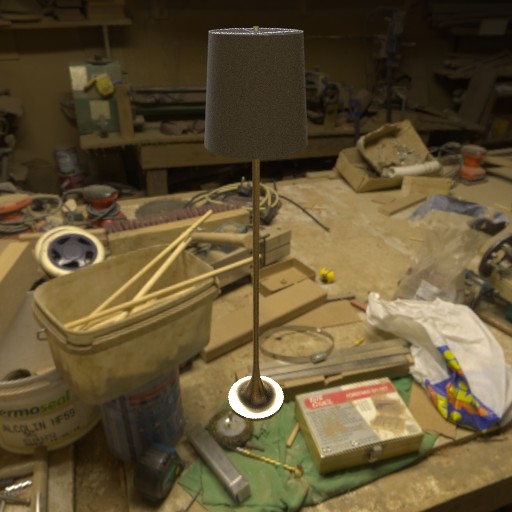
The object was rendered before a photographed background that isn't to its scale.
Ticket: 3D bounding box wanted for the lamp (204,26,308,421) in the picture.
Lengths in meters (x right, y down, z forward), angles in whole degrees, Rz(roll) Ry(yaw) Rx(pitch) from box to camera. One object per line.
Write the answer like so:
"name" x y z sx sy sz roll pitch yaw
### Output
"lamp" 0.000 0.000 1.678 0.337 1.543 0.337 0 31 0
